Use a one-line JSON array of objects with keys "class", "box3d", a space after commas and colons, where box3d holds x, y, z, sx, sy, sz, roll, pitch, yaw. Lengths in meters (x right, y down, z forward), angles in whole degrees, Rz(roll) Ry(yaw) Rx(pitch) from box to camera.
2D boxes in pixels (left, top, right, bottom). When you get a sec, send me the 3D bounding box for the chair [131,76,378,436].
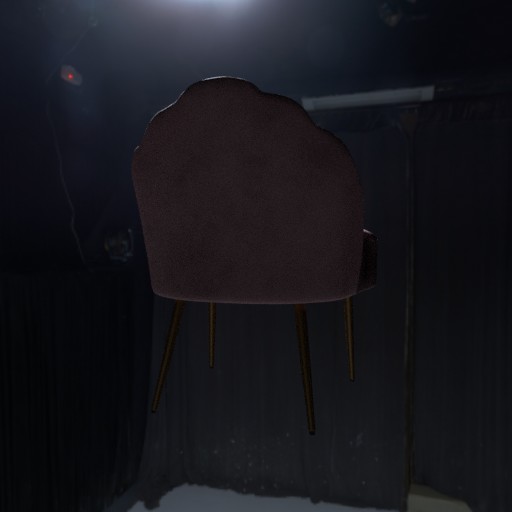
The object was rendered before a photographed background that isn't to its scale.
[{"class": "chair", "box3d": [0.000, 0.000, 1.283, 0.657, 0.819, 0.599, 0, 1, 19]}]
